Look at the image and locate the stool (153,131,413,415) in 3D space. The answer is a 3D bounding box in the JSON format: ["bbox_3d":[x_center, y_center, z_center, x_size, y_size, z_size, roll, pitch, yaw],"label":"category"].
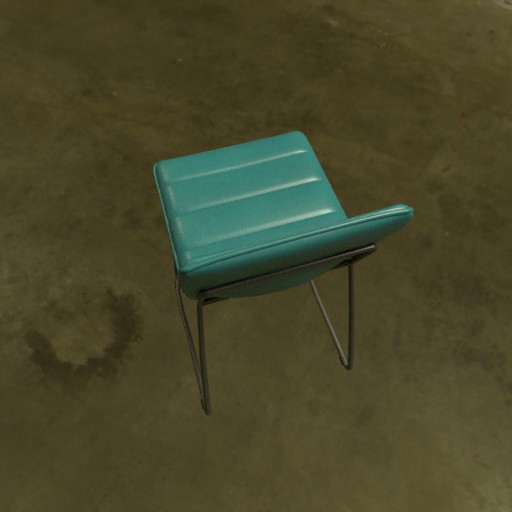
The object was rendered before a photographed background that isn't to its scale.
[{"bbox_3d":[0.000,0.000,1.155,0.489,0.866,0.524,-15,60,-9],"label":"stool"}]
